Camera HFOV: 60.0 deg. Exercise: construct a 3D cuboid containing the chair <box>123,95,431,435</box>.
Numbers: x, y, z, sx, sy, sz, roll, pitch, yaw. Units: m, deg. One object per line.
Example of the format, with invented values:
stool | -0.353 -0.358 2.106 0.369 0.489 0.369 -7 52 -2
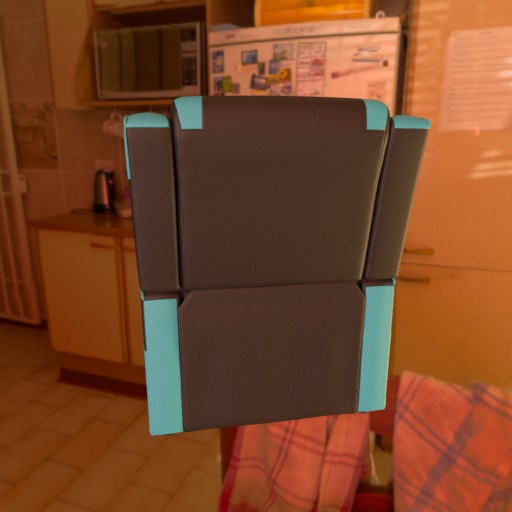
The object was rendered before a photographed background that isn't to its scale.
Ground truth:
chair | 0.000 0.000 1.255 0.620 0.805 0.672 -3 15 -10
